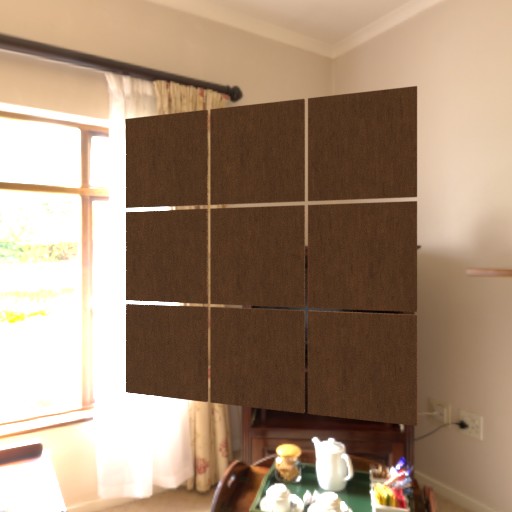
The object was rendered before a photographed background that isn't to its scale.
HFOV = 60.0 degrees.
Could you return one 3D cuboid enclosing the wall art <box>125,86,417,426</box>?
[{"bbox_3d":[0.000,0.000,1.777,1.215,1.213,0.013,0,0,18],"label":"wall art"}]
